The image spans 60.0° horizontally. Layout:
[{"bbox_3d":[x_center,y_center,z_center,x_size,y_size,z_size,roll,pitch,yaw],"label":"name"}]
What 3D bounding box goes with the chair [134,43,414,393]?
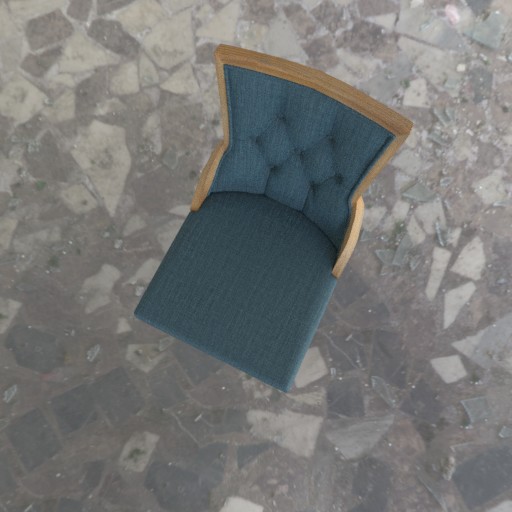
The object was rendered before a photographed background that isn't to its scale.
[{"bbox_3d":[0.000,0.000,1.336,0.524,0.947,0.641,25,76,6],"label":"chair"}]
